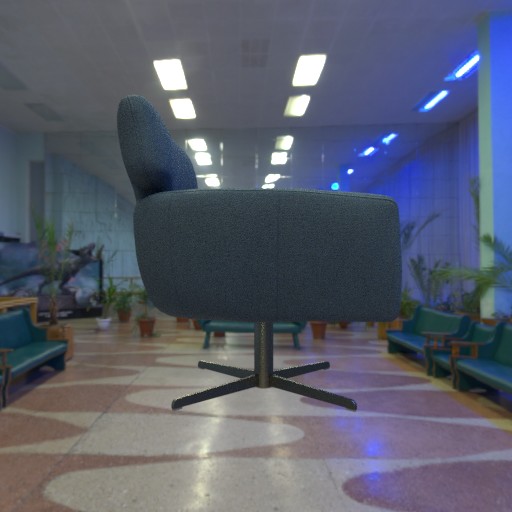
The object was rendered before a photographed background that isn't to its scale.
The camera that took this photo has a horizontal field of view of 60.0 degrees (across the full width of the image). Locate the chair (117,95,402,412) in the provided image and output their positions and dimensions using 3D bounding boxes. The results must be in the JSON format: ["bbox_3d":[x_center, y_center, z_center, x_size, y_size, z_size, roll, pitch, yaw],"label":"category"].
[{"bbox_3d":[0.000,0.000,1.391,0.761,0.813,0.738,0,-1,1],"label":"chair"}]
